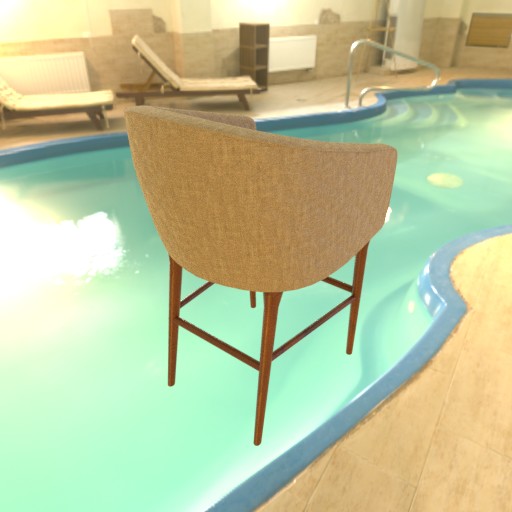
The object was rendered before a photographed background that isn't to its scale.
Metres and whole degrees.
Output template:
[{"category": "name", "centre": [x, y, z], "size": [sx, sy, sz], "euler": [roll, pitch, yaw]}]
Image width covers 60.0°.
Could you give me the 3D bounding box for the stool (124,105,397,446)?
[{"category": "stool", "centre": [0.000, 0.000, 1.341], "size": [0.559, 0.952, 0.635], "euler": [22, 38, 31]}]
